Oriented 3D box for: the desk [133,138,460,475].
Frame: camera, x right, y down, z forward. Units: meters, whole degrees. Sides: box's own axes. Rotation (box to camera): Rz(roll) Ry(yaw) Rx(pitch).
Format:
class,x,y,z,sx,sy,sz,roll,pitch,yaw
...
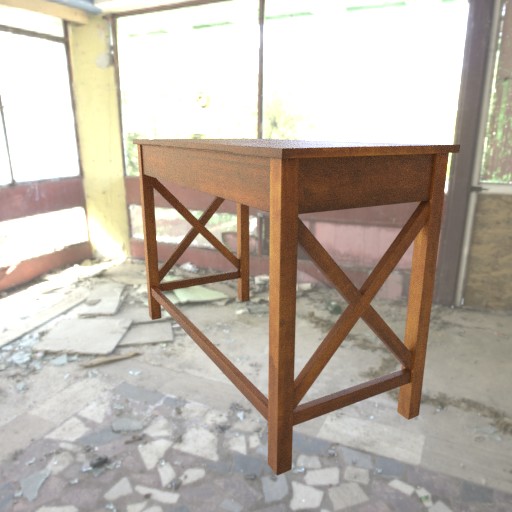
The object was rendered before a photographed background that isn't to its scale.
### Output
class,x,y,z,sx,sy,sz,roll,pitch,yaw
desk,0.000,0.000,1.518,0.508,0.762,1.117,-9,18,-28
